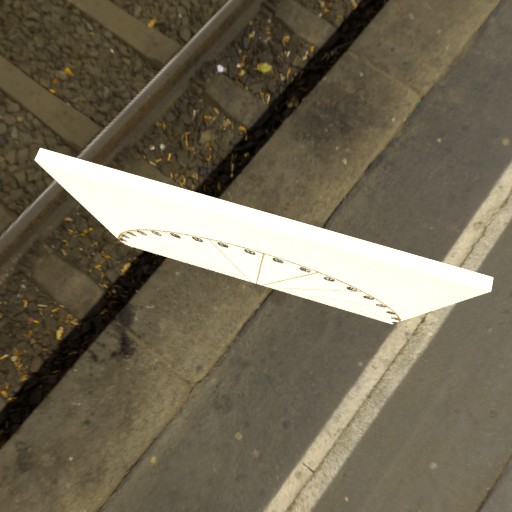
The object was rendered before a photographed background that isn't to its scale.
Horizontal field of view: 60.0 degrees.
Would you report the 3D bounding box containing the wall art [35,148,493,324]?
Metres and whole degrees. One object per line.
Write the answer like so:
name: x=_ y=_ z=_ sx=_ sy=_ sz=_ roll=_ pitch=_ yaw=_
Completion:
wall art: x=0.000 y=0.000 z=1.439 sx=1.144 sy=0.767 sz=0.038 roll=16 pitch=76 yaw=4
